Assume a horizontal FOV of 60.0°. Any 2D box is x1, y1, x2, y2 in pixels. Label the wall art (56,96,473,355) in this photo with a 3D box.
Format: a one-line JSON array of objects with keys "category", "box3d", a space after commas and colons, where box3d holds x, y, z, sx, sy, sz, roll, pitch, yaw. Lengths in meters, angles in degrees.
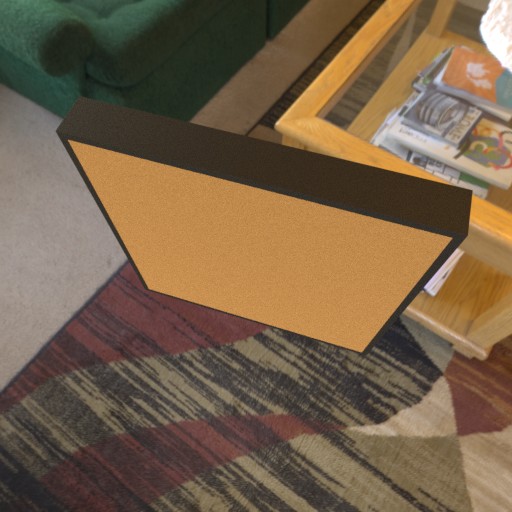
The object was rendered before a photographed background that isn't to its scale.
[{"category": "wall art", "box3d": [0.000, 0.000, 0.456, 0.304, 0.304, 0.038, 16, 64, 8]}]
